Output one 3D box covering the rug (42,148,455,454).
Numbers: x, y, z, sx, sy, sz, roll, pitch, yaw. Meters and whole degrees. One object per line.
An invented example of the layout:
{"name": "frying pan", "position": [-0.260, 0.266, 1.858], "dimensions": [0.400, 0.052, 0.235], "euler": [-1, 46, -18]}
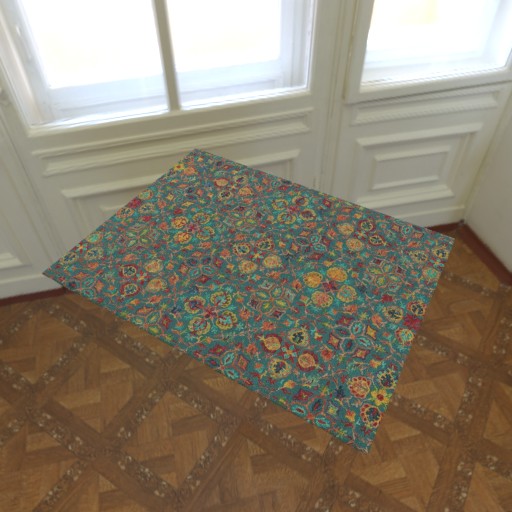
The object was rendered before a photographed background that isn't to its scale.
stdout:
{"name": "rug", "position": [0.000, 0.000, 4.284], "dimensions": [3.204, 0.025, 2.434], "euler": [23, 51, 21]}
